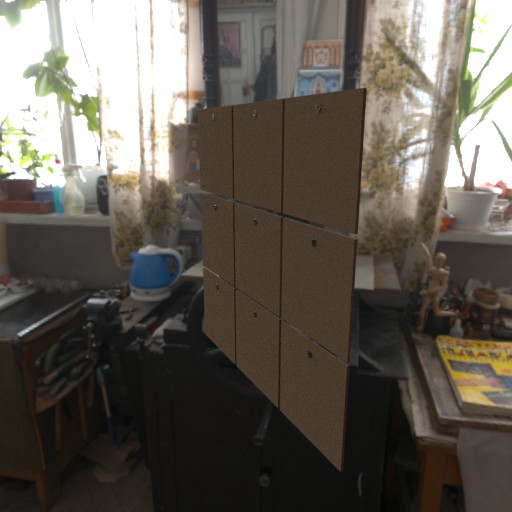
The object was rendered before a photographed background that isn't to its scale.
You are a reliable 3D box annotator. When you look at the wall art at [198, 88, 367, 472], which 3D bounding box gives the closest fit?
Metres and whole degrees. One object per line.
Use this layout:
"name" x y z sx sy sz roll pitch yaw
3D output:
"wall art" 0.000 0.000 2.331 0.019 1.532 1.533 -8 17 -27
